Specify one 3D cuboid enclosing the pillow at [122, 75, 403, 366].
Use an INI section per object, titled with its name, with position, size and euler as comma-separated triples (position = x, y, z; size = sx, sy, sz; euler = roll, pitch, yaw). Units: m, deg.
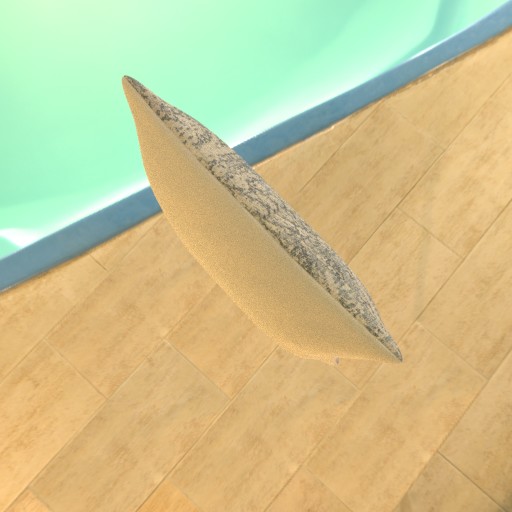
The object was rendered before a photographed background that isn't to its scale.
[pillow]
position = 0.000, 0.000, 0.801
size = 0.166, 0.510, 0.523
euler = -42, 80, -9
